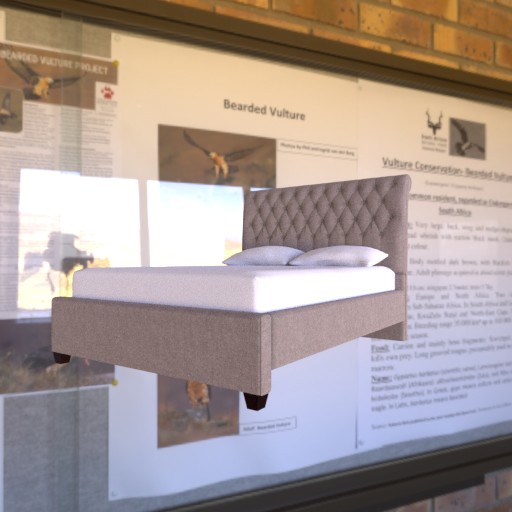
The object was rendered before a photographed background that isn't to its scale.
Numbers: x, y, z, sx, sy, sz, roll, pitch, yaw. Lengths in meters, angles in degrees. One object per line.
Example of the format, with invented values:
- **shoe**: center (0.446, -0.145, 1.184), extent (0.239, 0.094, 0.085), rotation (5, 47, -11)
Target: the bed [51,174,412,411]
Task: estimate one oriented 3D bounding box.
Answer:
- **bed**: center (0.000, 0.000, 3.290), extent (1.645, 1.371, 2.252), rotation (0, -1, 35)
